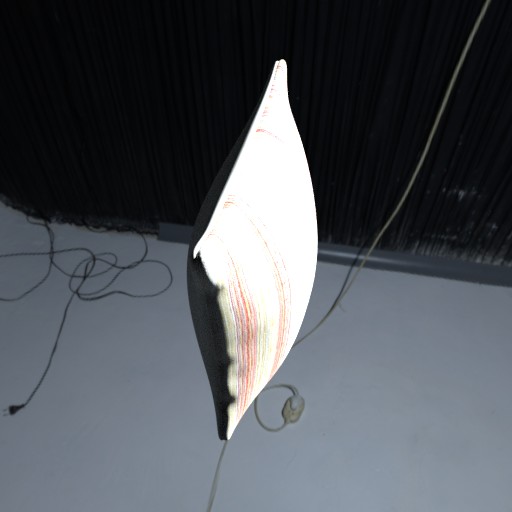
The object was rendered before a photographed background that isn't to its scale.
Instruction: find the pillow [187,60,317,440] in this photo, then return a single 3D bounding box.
[{"bbox_3d":[0.000,0.000,0.704,0.191,0.449,0.451,9,47,8],"label":"pillow"}]
